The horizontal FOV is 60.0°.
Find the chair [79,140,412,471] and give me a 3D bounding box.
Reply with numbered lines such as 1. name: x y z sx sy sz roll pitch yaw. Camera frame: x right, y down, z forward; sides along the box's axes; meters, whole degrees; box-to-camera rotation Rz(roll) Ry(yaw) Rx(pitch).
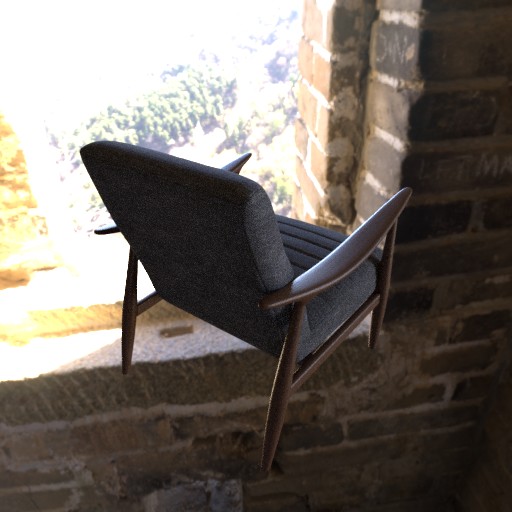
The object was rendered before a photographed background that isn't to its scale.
1. chair: 0.000 0.000 1.444 0.741 0.832 0.798 21 35 32
